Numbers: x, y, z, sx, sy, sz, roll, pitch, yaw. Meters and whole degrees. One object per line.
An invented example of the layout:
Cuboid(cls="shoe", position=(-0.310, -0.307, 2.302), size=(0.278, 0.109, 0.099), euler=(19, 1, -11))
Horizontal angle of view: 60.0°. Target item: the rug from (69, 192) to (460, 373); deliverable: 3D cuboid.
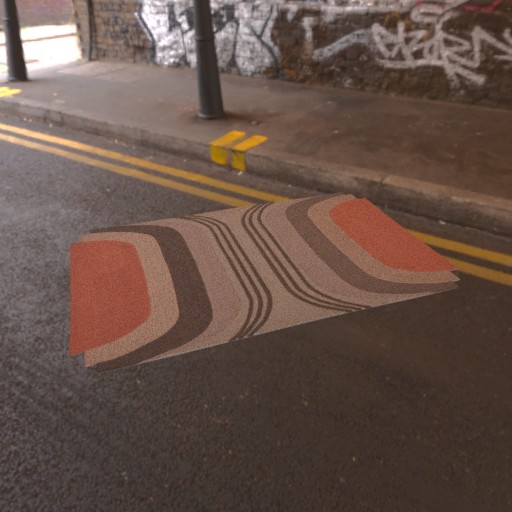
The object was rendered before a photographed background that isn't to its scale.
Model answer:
Cuboid(cls="rug", position=(0.000, 0.000, 3.085), size=(2.446, 0.017, 1.530), euler=(-10, 34, -16))
